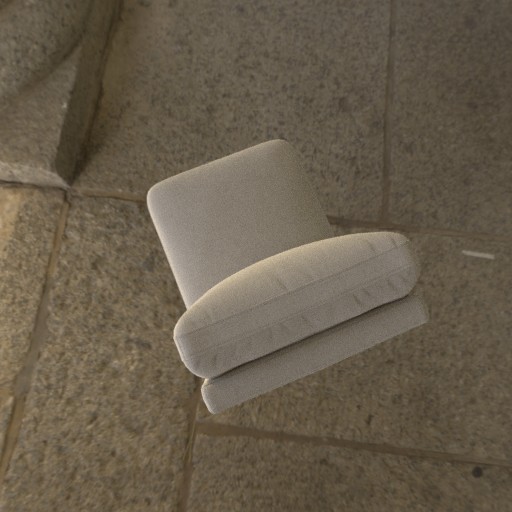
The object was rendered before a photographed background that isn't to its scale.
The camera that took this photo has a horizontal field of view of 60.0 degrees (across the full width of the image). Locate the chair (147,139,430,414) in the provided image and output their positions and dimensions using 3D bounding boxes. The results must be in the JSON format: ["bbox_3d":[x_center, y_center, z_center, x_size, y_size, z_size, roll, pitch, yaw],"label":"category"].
[{"bbox_3d":[0.000,0.000,1.310,0.503,0.927,0.698,-22,77,-5],"label":"chair"}]
